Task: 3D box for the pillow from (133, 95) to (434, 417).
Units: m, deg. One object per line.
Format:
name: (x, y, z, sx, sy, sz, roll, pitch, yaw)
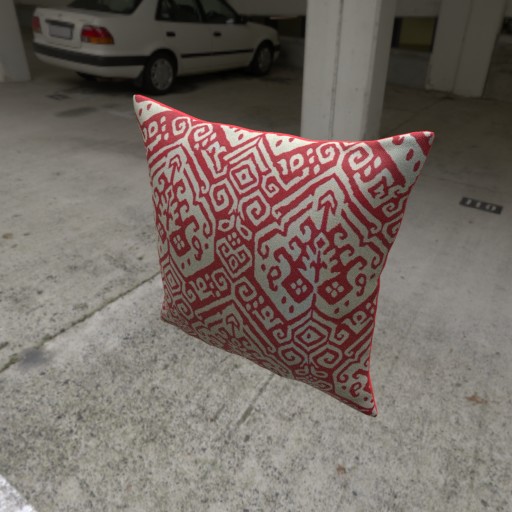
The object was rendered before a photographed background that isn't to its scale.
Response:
pillow: (0.000, 0.000, 0.790, 0.522, 0.507, 0.192, 18, 34, 28)
